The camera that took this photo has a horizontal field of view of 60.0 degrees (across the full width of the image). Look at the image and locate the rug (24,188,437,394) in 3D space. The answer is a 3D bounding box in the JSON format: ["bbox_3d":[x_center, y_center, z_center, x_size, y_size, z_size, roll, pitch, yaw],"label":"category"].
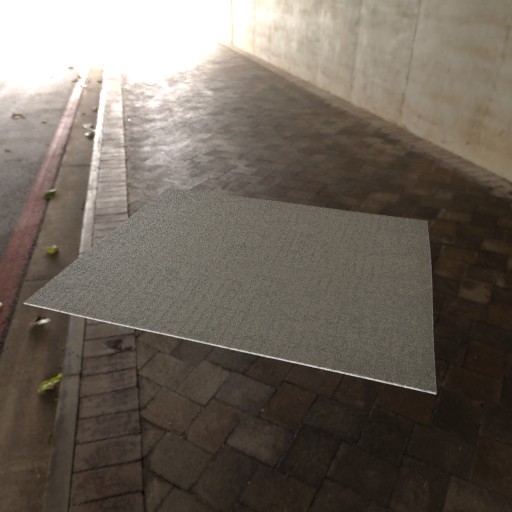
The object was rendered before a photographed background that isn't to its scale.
[{"bbox_3d":[0.000,0.000,4.068,3.061,0.014,2.447,9,32,15],"label":"rug"}]
